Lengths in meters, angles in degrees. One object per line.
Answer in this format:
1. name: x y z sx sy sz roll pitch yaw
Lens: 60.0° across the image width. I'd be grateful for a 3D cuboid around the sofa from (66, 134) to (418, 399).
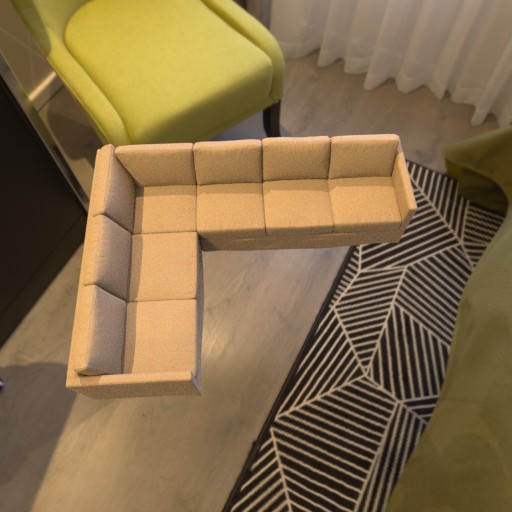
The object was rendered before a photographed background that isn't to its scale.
1. sofa: 0.000 0.000 4.320 3.182 0.871 2.432 -3 64 -1
